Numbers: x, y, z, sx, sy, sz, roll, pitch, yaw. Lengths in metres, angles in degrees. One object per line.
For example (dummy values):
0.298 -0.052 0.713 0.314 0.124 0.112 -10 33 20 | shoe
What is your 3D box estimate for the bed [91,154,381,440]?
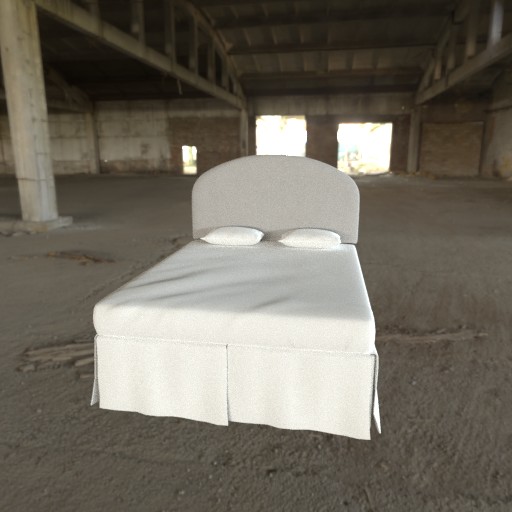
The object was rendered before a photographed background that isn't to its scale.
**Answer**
0.000 0.000 3.153 1.607 1.410 2.005 2 13 9 | bed
